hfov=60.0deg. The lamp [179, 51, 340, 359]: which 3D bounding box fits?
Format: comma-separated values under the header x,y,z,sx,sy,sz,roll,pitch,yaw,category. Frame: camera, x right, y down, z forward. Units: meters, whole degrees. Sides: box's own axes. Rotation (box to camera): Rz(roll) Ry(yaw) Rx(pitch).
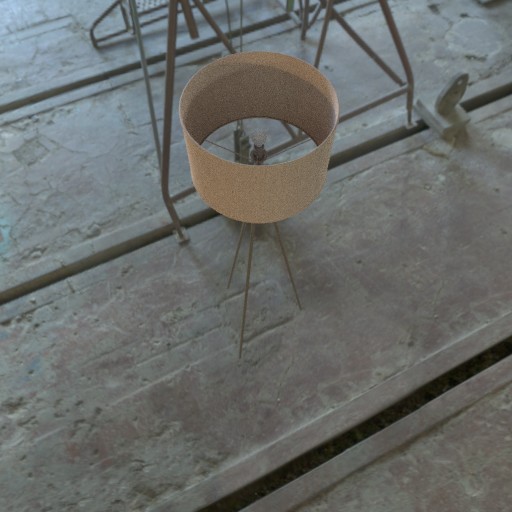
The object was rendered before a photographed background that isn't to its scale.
x,y,z,sx,sy,sz,roll,pitch,yaw,category
0.000,0.000,1.793,0.449,1.545,0.460,16,63,8,lamp
